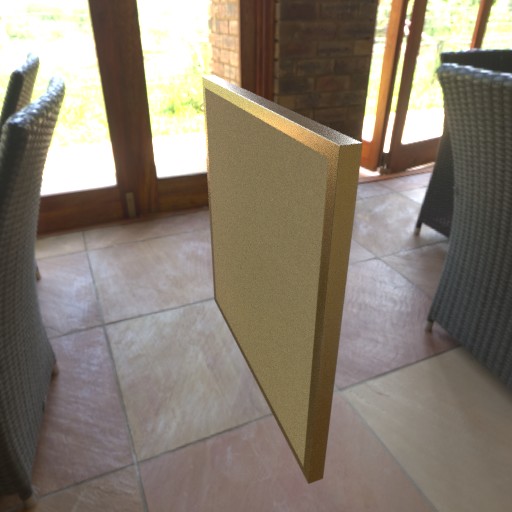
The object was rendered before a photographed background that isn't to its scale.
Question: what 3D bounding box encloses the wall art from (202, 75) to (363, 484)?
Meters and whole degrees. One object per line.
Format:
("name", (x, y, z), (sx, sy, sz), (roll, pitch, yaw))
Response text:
("wall art", (0.000, 0.000, 1.119), (0.037, 0.760, 0.762), (-10, 31, -18))
